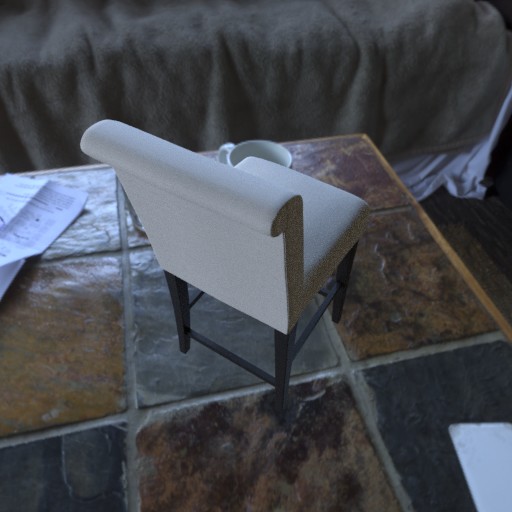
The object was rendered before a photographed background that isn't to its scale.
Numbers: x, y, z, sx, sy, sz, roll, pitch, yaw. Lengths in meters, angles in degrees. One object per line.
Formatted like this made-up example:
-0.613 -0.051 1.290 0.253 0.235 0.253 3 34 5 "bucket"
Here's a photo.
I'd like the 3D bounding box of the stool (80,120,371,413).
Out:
0.000 0.000 1.293 0.452 0.976 0.597 25 53 21 "stool"
